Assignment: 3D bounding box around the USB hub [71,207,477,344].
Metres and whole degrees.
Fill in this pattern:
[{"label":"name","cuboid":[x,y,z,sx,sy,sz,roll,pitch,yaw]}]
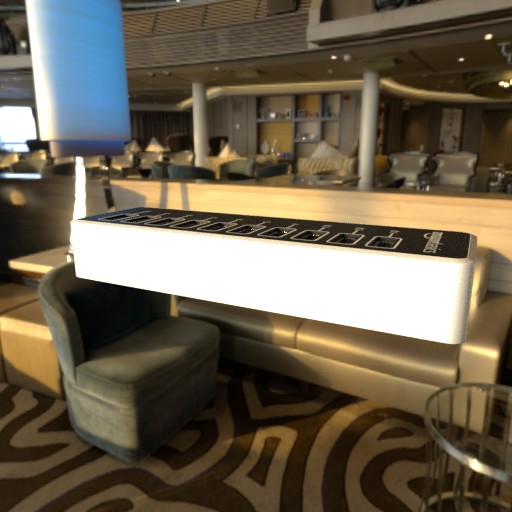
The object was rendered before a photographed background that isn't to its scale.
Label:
[{"label":"USB hub","cuboid":[0.000,0.000,0.164,0.145,0.023,0.044,7,16,26]}]
